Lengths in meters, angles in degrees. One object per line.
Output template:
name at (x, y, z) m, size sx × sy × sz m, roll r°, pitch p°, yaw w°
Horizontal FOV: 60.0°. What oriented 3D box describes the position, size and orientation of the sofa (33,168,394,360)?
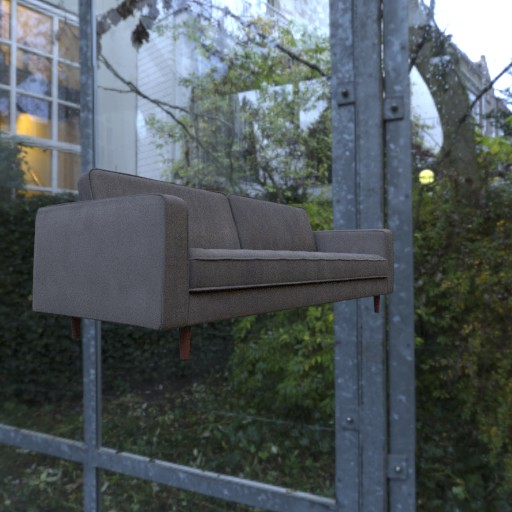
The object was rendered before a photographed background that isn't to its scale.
sofa at (0.000, 0.000, 2.678) m, size 0.923 × 0.813 × 2.295 m, roll -1°, pitch -1°, yaw 37°
